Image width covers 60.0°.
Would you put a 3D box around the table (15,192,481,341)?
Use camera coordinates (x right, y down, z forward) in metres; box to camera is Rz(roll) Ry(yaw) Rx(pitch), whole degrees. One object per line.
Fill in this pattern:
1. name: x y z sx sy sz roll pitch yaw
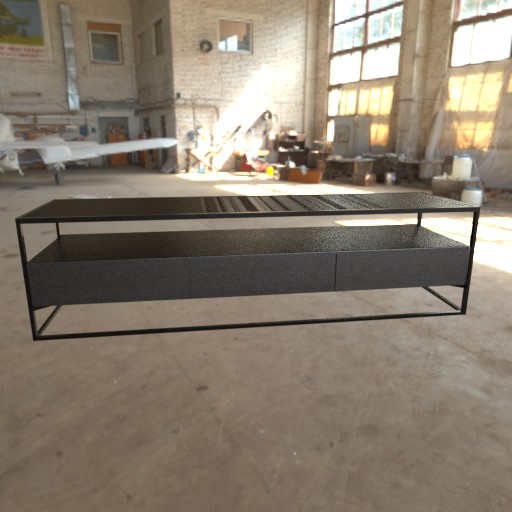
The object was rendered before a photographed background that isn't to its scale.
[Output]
1. table: 0.000 0.000 1.642 1.486 0.395 0.399 -2 16 -8
